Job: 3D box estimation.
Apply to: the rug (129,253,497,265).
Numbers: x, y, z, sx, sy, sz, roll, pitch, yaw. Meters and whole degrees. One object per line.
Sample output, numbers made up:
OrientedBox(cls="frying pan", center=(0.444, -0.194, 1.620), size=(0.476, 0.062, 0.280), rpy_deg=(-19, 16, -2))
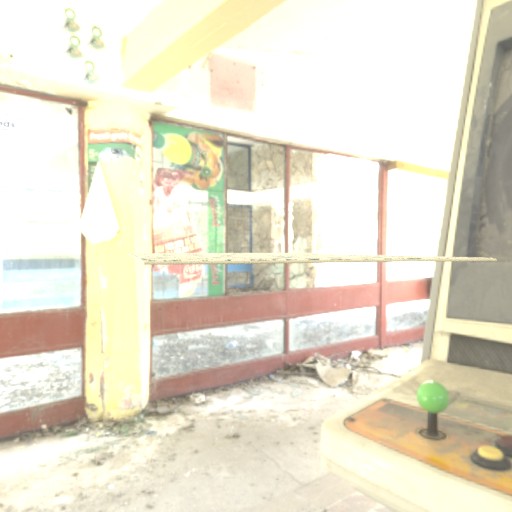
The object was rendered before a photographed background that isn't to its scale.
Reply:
OrientedBox(cls="rug", center=(0.000, 0.000, 2.256), size=(1.213, 0.012, 1.831), rpy_deg=(0, 1, -17))
